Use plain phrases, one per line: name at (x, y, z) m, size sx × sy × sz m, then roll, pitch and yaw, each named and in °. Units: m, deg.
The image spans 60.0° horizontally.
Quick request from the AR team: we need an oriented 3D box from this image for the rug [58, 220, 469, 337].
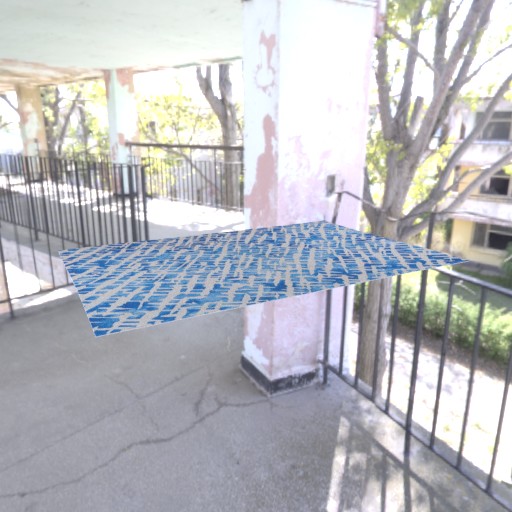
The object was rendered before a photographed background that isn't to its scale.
rug at (0.000, 0.000, 2.357) m, size 1.830 × 0.011 × 1.209 m, roll -8°, pitch 18°, yaw -27°
